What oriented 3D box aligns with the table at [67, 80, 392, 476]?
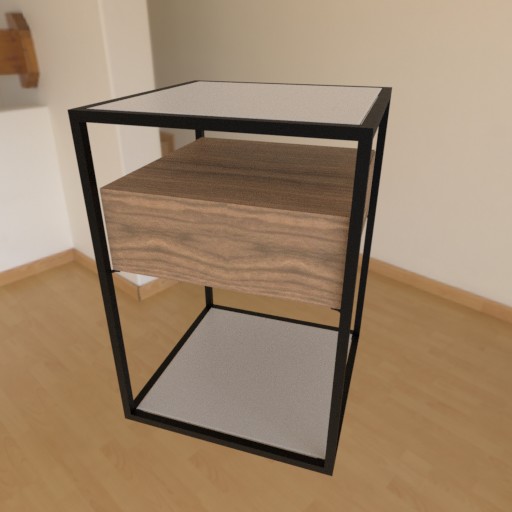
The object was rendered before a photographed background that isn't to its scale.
[{"bbox_3d":[0.000,0.000,0.790,0.378,0.540,0.378,8,28,16],"label":"table"}]
